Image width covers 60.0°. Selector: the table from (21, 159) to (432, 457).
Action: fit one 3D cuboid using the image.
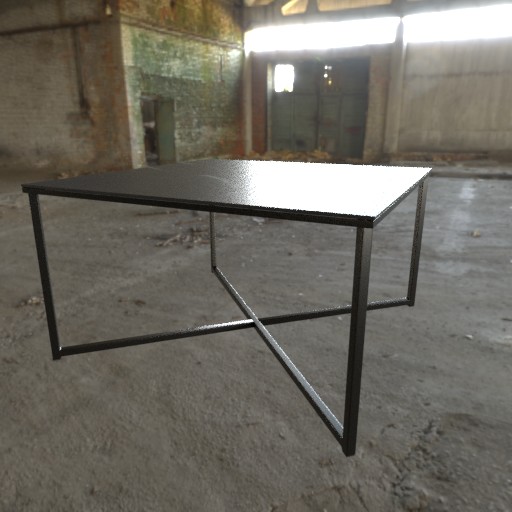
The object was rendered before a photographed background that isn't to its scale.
[{"bbox_3d":[0.000,0.000,1.246,0.800,0.450,0.800,8,19,25],"label":"table"}]
